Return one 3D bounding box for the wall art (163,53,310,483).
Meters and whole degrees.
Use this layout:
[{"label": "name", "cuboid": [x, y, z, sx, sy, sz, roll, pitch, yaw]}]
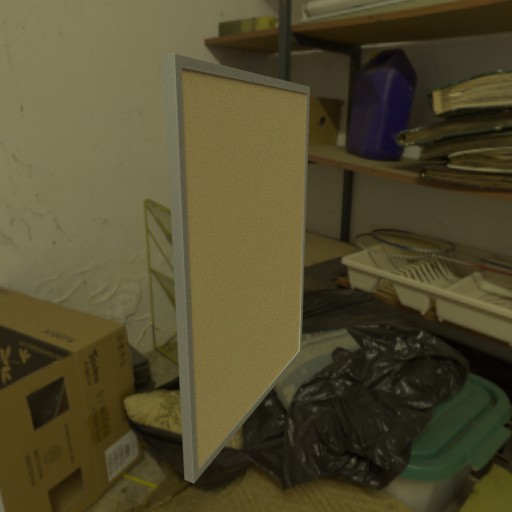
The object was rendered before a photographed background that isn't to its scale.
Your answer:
[{"label": "wall art", "cuboid": [0.000, 0.000, 1.371, 0.034, 1.042, 0.789, 8, 18, 25]}]
